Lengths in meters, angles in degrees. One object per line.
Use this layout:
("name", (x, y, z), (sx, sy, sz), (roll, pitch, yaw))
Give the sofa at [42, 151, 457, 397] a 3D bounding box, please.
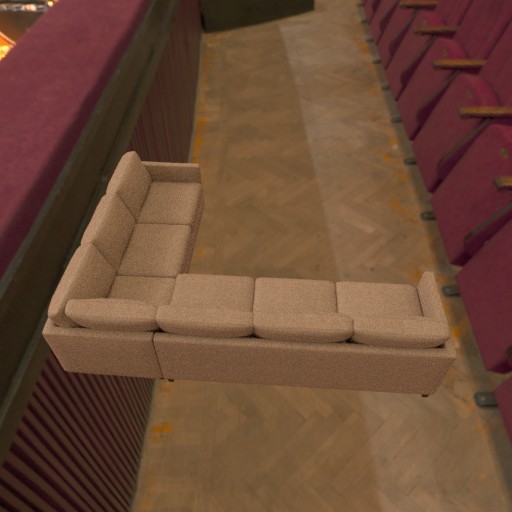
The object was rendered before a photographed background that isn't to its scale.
("sofa", (0.000, 0.000, 4.513), (3.333, 0.934, 2.522), (3, 46, 3))
